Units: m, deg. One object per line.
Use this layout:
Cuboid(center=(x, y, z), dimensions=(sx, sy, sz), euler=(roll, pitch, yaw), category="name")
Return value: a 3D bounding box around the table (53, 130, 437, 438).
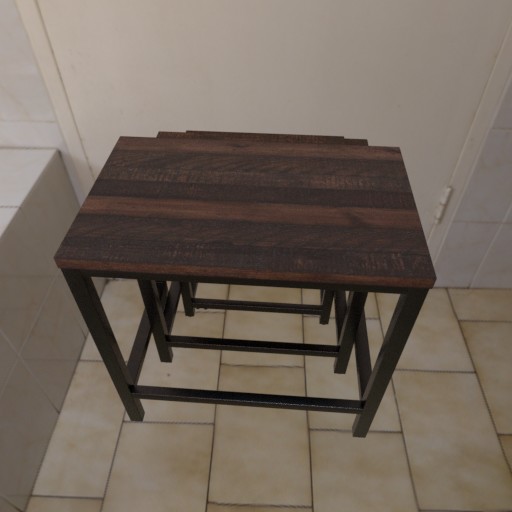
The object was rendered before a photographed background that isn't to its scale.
Cuboid(center=(0.000, 0.000, 1.148), dimensions=(0.608, 0.616, 0.660), euler=(3, 46, 3), category="table")
